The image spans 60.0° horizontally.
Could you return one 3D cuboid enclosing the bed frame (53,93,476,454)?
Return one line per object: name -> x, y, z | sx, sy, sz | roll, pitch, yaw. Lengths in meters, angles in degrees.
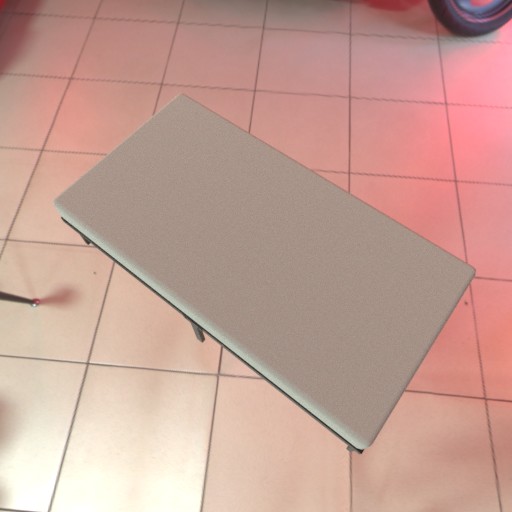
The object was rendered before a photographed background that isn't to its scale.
bed frame -> 0.000, 0.000, 3.288 | 2.635, 0.680, 1.393 | 35, 68, 16
